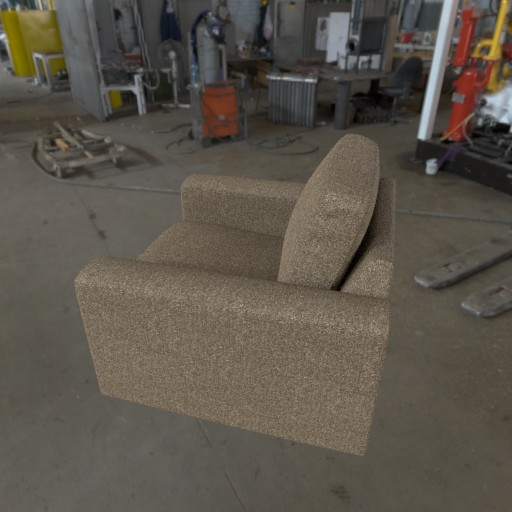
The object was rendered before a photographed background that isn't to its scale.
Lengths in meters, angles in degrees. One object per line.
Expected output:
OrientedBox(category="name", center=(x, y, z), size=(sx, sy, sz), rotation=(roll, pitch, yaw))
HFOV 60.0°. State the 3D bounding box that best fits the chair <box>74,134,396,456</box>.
OrientedBox(category="chair", center=(0.000, 0.000, 1.764), size=(1.016, 0.873, 1.005), rotation=(8, 32, 13))
